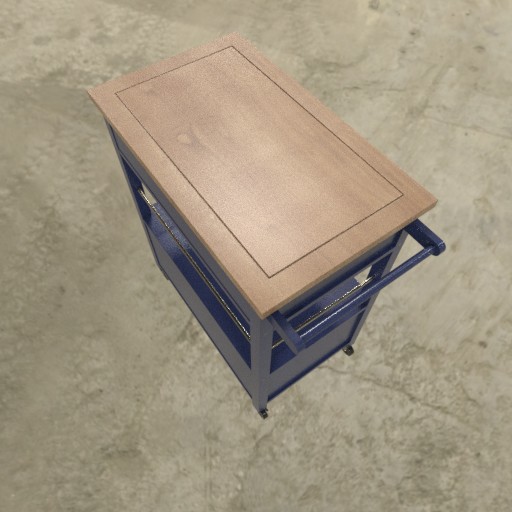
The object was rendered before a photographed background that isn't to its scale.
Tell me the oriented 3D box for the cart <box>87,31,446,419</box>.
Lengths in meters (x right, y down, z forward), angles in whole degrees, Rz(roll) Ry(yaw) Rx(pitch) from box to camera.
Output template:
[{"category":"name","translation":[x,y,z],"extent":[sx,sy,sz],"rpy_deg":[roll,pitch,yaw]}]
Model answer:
[{"category":"cart","translation":[0.000,0.000,1.389],"extent":[0.459,0.901,0.840],"rpy_deg":[-31,62,-18]}]
